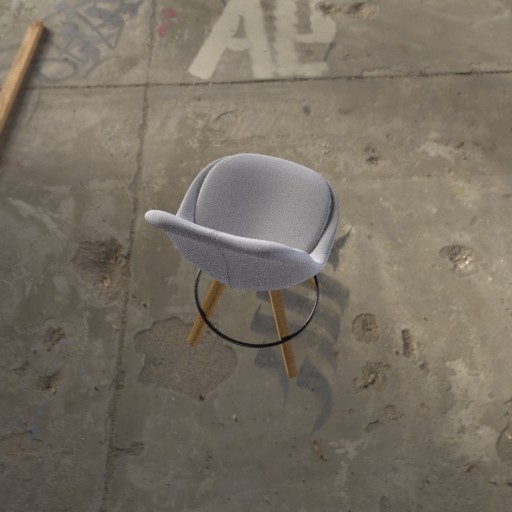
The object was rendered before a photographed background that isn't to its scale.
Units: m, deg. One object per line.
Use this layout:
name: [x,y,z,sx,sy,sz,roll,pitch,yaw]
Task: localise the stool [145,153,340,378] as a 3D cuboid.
stool: [0.000,0.000,1.432,0.484,1.115,0.550,16,63,8]
